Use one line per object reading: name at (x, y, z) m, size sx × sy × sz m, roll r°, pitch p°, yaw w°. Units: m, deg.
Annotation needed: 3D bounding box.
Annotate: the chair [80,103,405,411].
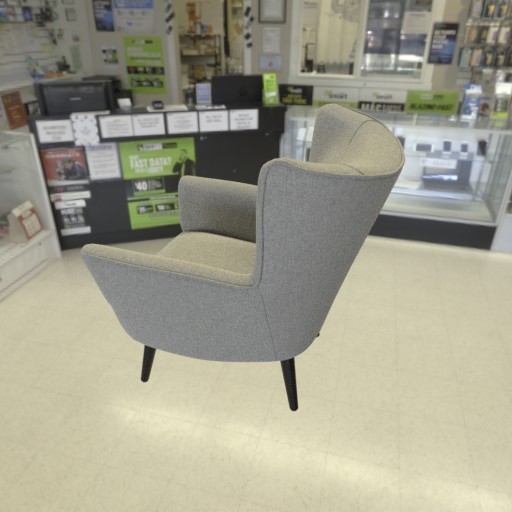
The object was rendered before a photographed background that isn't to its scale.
chair at (0.000, 0.000, 1.561) m, size 0.888 × 0.933 × 0.781 m, roll 9°, pitch 30°, yaw 15°
